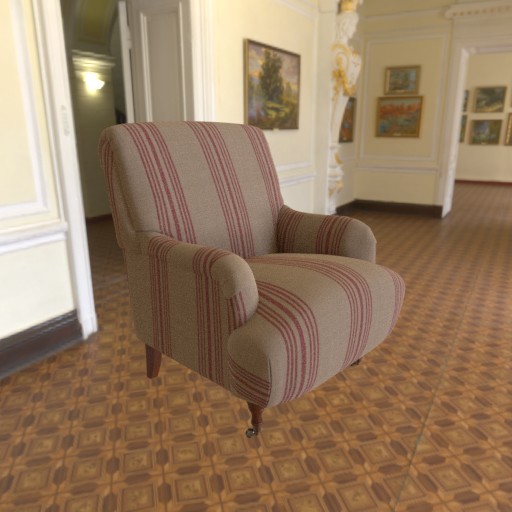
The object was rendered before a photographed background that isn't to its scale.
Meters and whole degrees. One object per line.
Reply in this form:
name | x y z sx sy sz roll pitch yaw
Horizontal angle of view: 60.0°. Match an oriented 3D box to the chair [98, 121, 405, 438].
chair | 0.000 0.000 1.914 1.058 1.123 0.933 15 22 42
